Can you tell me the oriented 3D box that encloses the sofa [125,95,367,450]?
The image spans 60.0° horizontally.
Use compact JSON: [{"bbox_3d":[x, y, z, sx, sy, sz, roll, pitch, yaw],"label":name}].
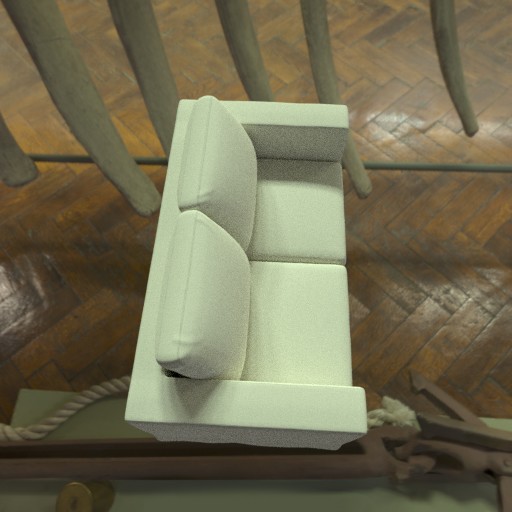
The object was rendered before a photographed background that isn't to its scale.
[{"bbox_3d":[0.000,0.000,2.372,1.009,0.932,1.813,2,63,1],"label":"sofa"}]
